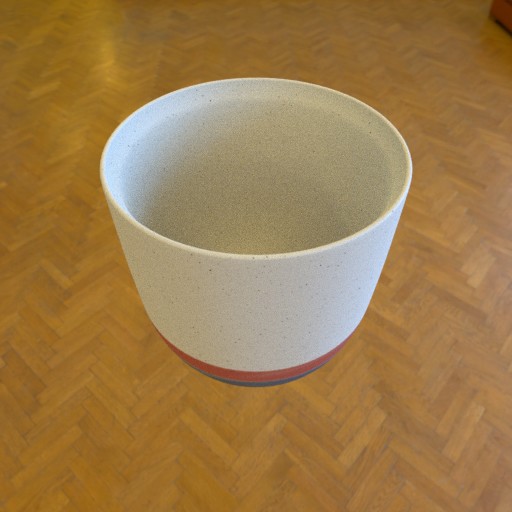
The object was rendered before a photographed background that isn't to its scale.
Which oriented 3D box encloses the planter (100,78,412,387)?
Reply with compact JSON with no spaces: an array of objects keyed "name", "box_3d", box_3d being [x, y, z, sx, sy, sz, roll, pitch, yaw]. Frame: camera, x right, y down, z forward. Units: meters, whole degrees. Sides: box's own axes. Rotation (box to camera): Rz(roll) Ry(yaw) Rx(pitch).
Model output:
[{"name":"planter","box_3d":[0.000,0.000,0.374,0.204,0.214,0.204,0,47,0]}]
